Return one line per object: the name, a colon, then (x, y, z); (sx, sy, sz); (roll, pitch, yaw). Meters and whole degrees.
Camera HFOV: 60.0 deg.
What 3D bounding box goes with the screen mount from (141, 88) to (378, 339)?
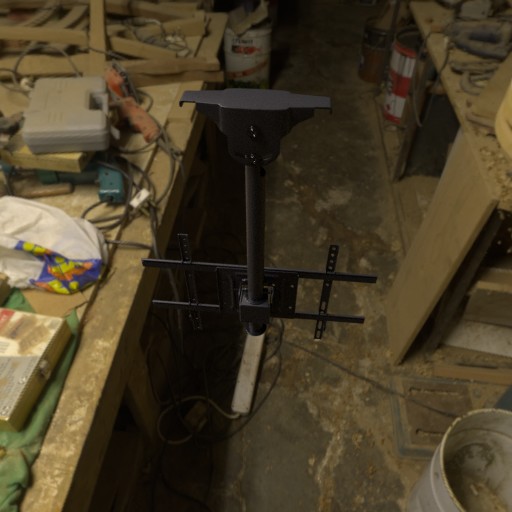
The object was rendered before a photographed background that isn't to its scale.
screen mount: (0.000, 0.000, 1.029); (0.595, 0.775, 0.090); (4, 46, 4)
